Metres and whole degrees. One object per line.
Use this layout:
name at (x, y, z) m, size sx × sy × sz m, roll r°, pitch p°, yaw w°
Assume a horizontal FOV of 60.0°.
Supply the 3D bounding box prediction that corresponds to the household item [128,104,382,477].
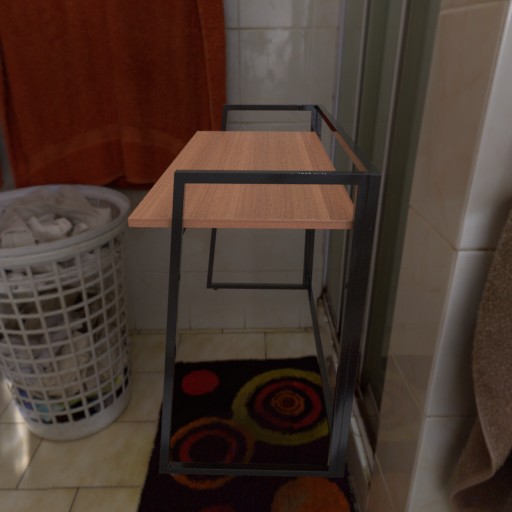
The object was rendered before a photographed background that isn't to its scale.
household item at (0.000, 0.000, 1.511) m, size 0.510 × 0.860 × 1.050 m, roll 1°, pitch 26°, yaw 1°
